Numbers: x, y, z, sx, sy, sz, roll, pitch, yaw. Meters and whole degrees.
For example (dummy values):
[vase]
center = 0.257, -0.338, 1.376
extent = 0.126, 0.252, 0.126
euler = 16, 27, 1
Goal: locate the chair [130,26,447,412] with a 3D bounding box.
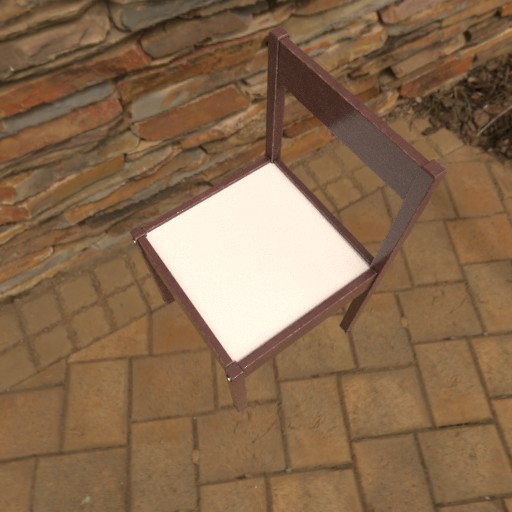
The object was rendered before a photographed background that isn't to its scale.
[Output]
[chair]
center = 0.000, 0.000, 0.692
extent = 0.285, 0.505, 0.285
euler = -33, 67, -16
